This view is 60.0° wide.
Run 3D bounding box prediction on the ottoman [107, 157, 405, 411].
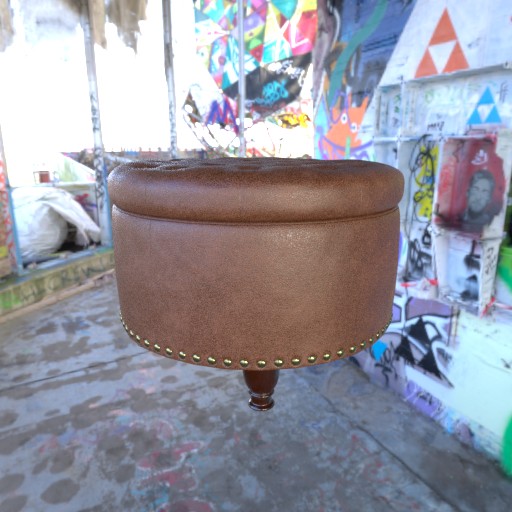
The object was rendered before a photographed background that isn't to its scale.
[{"bbox_3d":[0.000,0.000,1.043,0.637,0.442,0.637,0,14,0],"label":"ottoman"}]
